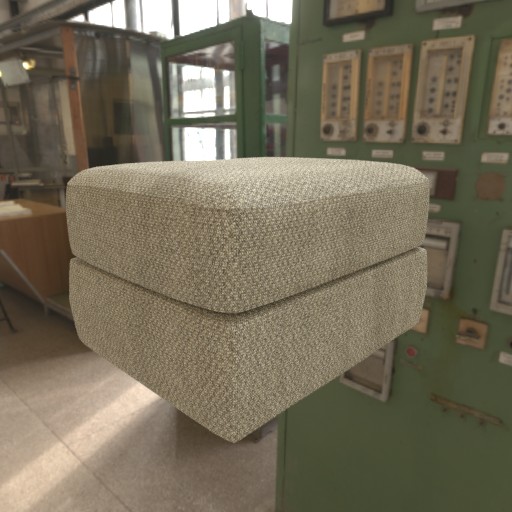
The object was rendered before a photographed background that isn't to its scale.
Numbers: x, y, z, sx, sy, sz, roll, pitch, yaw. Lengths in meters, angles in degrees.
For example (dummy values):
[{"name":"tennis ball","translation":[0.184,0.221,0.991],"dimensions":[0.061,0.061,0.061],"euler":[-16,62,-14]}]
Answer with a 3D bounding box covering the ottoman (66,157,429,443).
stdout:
[{"name":"ottoman","translation":[0.000,0.000,1.129],"dimensions":[0.603,0.476,0.751],"euler":[14,20,42]}]
